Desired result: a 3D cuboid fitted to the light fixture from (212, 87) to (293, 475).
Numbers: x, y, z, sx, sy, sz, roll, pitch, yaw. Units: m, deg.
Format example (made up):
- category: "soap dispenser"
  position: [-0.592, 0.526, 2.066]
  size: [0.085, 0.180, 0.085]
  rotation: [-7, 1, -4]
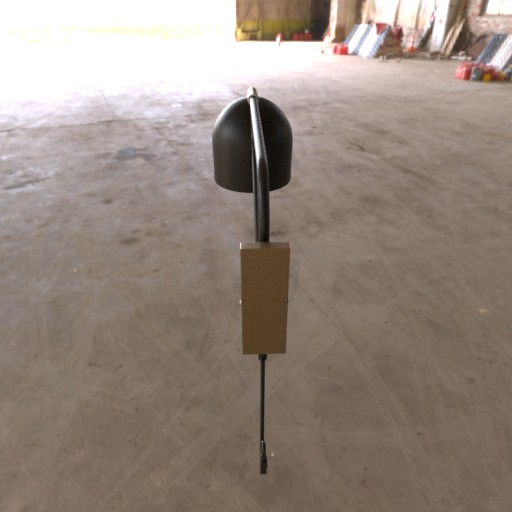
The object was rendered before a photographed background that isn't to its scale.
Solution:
- category: "light fixture"
  position: [0.000, 0.000, 1.071]
  size: [0.215, 0.696, 0.720]
  rotation: [-1, 30, -2]
